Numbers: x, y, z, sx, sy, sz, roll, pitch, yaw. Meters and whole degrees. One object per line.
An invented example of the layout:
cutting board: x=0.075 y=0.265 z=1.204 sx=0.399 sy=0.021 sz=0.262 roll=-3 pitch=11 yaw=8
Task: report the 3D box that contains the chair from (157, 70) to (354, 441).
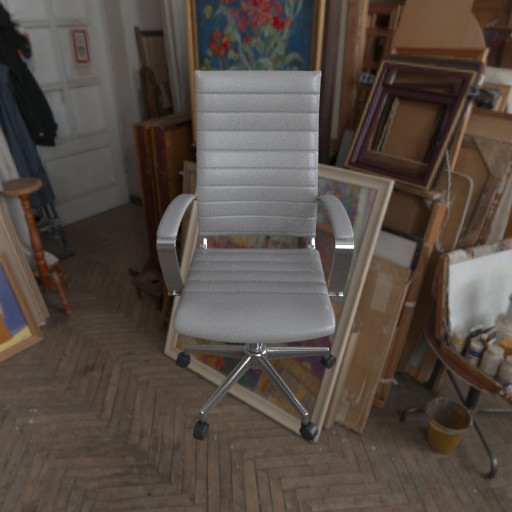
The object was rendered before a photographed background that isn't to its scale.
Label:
chair: x=0.000 y=0.000 z=1.565 sx=0.679 sy=1.149 sz=0.667 roll=1 pitch=29 yaw=1
